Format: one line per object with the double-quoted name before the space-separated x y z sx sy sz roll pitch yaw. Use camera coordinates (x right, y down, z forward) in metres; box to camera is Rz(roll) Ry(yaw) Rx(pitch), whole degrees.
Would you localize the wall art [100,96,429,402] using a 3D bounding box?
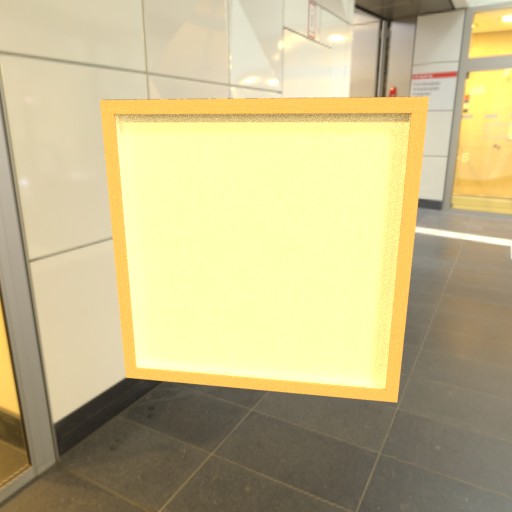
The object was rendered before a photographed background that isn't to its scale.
"wall art" 0.000 0.000 1.361 0.914 0.914 0.038 3 17 9
